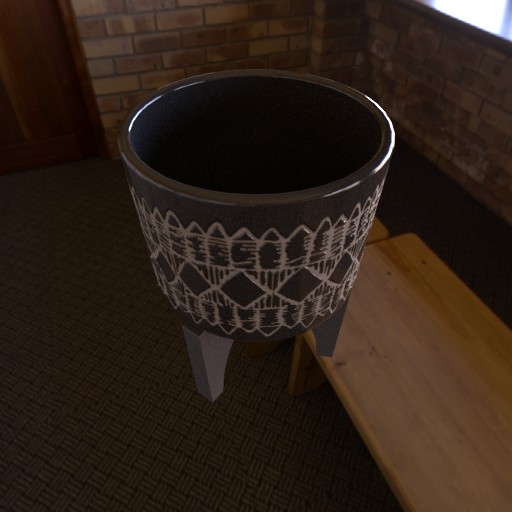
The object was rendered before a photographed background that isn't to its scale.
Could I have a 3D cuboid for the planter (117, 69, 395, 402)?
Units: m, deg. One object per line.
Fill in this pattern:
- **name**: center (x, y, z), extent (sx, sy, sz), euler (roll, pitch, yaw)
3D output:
- **planter**: center (0.000, 0.000, 0.270), extent (0.129, 0.177, 0.129), euler (0, 43, 0)
